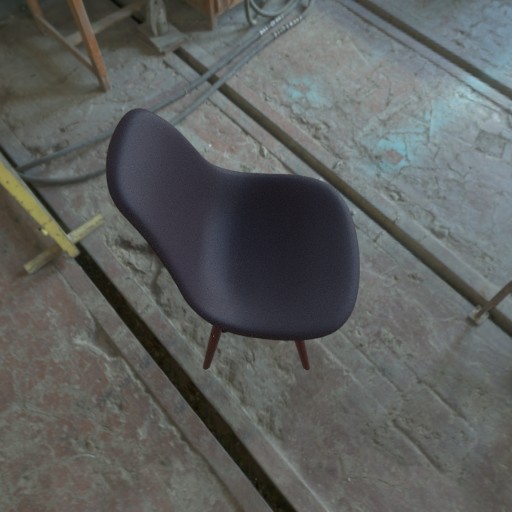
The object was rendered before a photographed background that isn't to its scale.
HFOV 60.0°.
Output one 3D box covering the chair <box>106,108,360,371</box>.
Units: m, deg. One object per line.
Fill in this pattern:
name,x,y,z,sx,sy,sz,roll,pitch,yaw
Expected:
chair,0.000,0.000,1.161,0.533,0.826,0.470,2,63,1
